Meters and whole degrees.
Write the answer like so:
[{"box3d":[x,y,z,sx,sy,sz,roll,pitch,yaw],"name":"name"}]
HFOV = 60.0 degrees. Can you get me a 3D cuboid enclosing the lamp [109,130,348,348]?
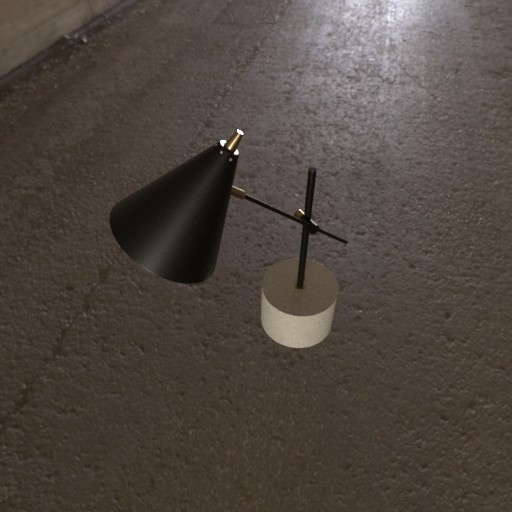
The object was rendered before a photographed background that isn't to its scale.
[{"box3d":[0.000,0.000,0.719,0.403,0.518,0.214,-16,48,-15],"name":"lamp"}]
